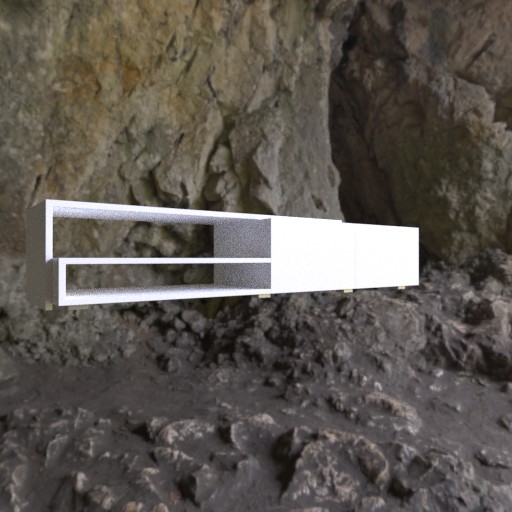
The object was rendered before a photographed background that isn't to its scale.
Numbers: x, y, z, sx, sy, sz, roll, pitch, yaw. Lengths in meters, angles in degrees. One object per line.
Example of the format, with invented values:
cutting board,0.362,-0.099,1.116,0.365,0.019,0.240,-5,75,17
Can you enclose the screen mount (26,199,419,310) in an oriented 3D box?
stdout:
screen mount,0.000,0.000,1.872,1.680,0.320,0.420,0,0,-36
